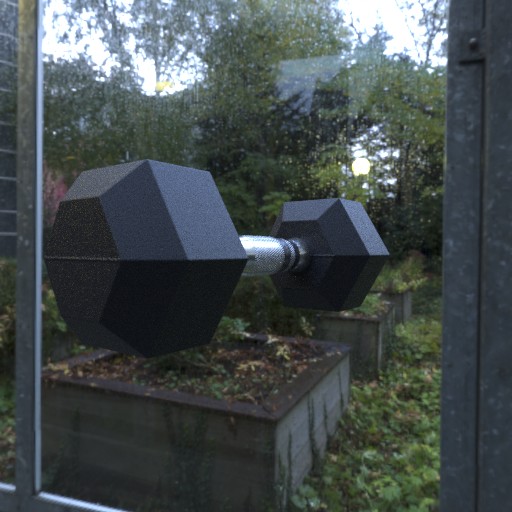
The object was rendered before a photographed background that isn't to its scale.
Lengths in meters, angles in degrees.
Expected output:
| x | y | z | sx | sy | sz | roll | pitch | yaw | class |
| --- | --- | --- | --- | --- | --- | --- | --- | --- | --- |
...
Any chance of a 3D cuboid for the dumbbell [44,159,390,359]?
| x | y | z | sx | sy | sz | roll | pitch | yaw | class |
| --- | --- | --- | --- | --- | --- | --- | --- | --- | --- |
| 0.000 | 0.000 | 0.314 | 0.106 | 0.092 | 0.272 | 1 | 1 | 37 | dumbbell |
